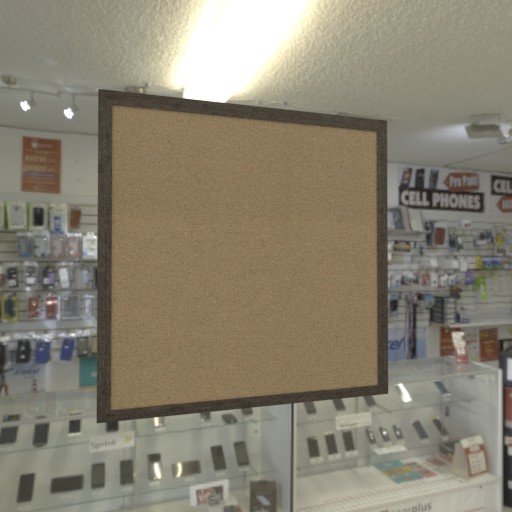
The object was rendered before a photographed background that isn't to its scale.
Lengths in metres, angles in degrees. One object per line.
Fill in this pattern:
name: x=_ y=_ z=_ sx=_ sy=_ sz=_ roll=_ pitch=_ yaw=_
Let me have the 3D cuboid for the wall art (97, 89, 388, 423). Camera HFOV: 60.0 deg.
wall art: x=0.000 y=0.000 z=0.679 sx=0.457 sy=0.457 sz=0.013 roll=0 pitch=-1 yaw=-17
